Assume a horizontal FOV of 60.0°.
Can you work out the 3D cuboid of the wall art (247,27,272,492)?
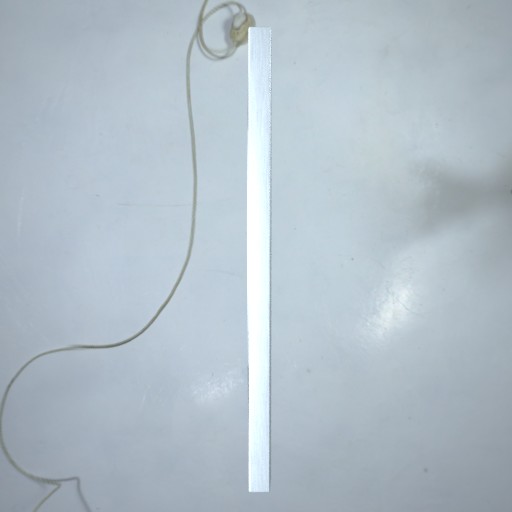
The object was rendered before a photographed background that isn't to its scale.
[{"bbox_3d":[0.000,0.000,0.756,0.028,0.457,0.556,0,93,-1],"label":"wall art"}]
